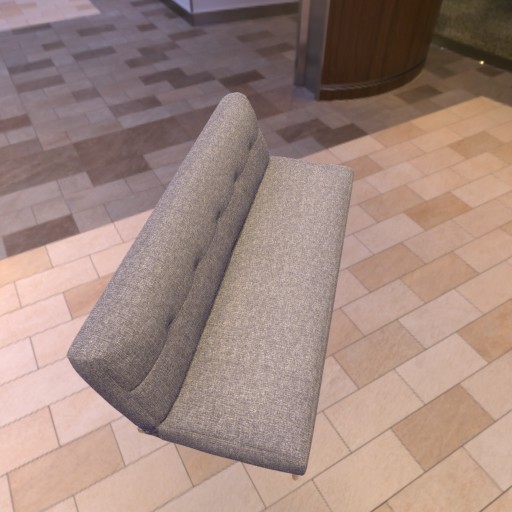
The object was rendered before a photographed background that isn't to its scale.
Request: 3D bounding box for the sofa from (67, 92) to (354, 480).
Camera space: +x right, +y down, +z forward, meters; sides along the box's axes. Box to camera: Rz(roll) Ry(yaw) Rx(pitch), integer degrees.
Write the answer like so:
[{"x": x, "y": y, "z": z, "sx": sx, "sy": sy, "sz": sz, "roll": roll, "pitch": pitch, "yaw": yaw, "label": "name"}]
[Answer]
[{"x": 0.000, "y": 0.000, "z": 2.173, "sx": 0.820, "sy": 0.770, "sz": 1.820, "roll": 10, "pitch": 48, "yaw": 9, "label": "sofa"}]
